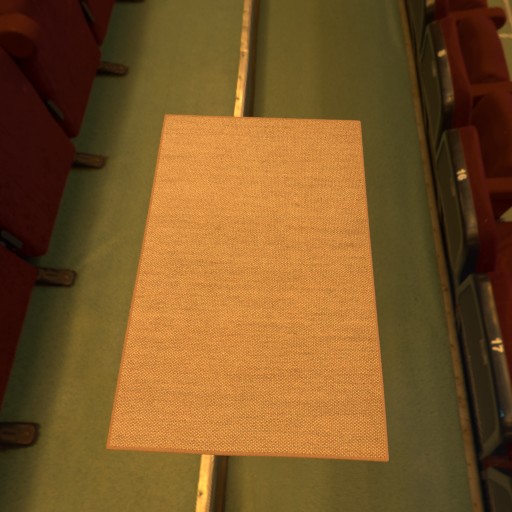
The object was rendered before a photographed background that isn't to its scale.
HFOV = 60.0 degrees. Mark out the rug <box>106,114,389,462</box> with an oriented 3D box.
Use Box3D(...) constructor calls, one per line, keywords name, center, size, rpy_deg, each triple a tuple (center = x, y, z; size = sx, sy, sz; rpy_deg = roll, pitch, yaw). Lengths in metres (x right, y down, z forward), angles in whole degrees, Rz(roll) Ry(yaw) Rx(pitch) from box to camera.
Box3D(name="rug", center=(0.000, 0.000, 2.021), size=(1.061, 0.012, 1.668), rpy_deg=(2, 64, 1))
